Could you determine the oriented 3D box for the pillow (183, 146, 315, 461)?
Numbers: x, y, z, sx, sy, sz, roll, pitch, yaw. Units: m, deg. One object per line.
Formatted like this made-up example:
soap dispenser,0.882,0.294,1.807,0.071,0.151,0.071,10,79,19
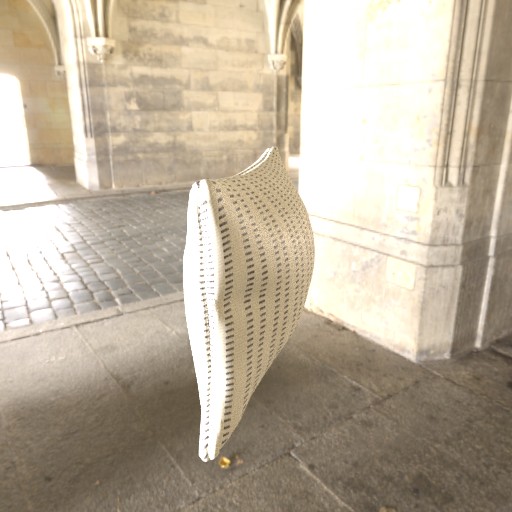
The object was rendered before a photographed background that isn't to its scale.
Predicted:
pillow,0.000,0.000,0.801,0.210,0.353,0.640,3,17,9
